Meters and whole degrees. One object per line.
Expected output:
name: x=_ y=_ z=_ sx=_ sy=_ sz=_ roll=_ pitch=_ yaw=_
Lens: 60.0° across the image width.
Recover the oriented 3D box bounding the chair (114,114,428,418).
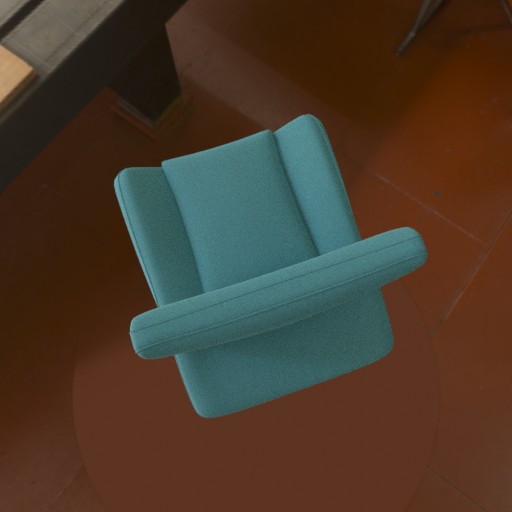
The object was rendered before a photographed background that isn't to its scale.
chair: x=0.000 y=0.000 z=1.643 sx=0.859 sy=0.855 sz=1.008 roll=-18 pitch=75 yaw=-5
